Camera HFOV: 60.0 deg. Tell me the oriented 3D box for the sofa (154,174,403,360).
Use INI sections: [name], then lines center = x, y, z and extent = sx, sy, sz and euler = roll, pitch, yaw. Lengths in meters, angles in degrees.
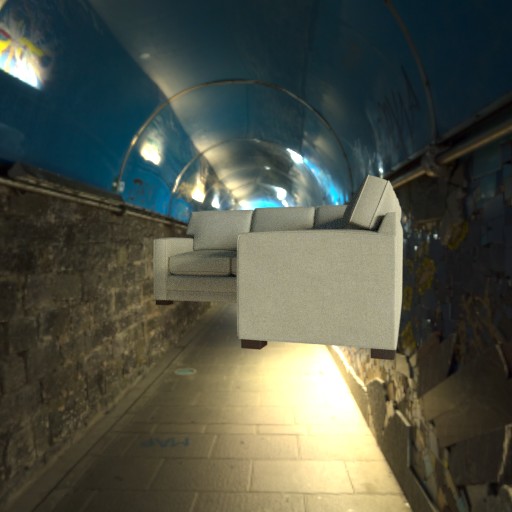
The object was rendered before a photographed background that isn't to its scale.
[sofa]
center = 0.000, 0.000, 3.474
extent = 2.188, 0.936, 2.211
euler = 0, 1, 18
